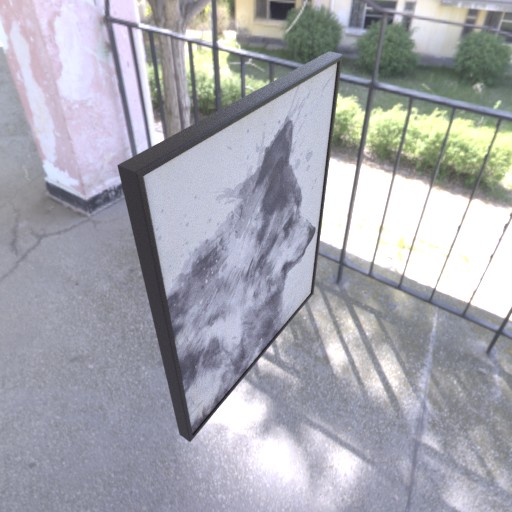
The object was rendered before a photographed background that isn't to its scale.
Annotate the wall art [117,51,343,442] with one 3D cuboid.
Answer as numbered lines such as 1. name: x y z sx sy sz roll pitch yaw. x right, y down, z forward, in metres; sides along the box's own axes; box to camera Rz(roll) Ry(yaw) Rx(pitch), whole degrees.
1. wall art: 0.000 0.000 0.759 0.028 0.551 0.451 25 47 26
